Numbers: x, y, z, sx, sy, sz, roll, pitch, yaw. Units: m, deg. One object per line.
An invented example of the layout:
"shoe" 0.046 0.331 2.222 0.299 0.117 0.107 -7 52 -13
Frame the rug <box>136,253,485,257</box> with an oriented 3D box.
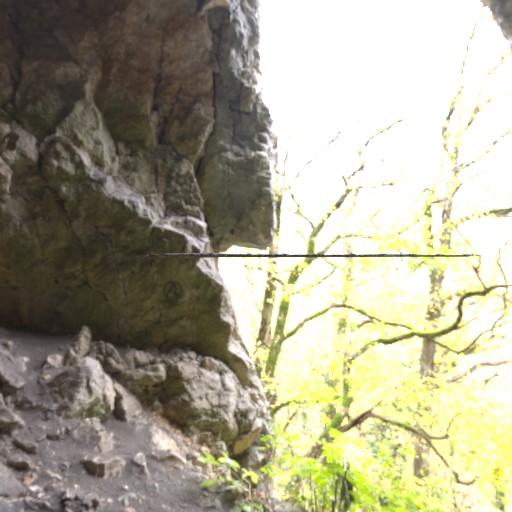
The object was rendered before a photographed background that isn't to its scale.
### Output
"rug" 0.000 0.000 2.235 1.084 0.013 1.849 0 0 -18
